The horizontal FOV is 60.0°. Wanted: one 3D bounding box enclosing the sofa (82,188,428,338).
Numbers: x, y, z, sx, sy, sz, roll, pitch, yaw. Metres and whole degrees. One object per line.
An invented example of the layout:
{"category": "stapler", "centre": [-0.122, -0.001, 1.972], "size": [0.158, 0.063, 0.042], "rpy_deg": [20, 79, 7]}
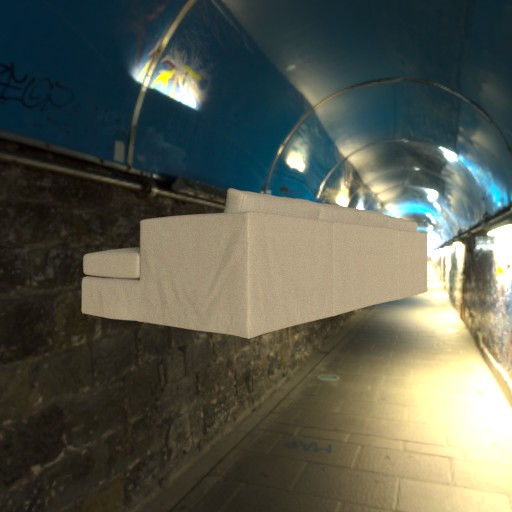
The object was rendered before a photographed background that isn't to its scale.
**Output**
{"category": "sofa", "centre": [0.000, 0.000, 4.481], "size": [2.427, 0.882, 3.460], "rpy_deg": [0, 1, 37]}
